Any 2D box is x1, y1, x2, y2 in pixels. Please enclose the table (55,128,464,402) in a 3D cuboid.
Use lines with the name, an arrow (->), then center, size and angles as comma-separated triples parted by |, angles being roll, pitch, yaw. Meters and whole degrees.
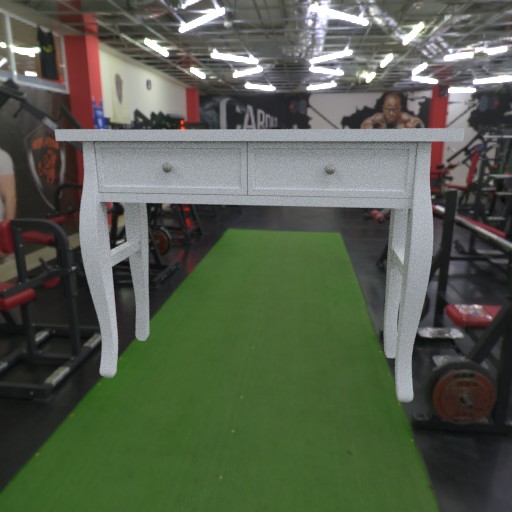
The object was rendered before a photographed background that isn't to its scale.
table -> 0.000, 0.000, 1.404 | 1.062, 0.768, 0.373 | 2, 15, 8
